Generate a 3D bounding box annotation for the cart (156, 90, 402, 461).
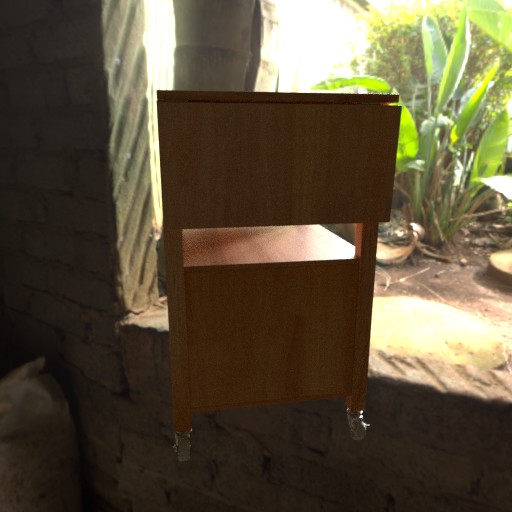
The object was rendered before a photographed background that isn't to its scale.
[{"bbox_3d":[0.000,0.000,1.282,0.508,0.838,0.640,-3,15,-10],"label":"cart"}]
